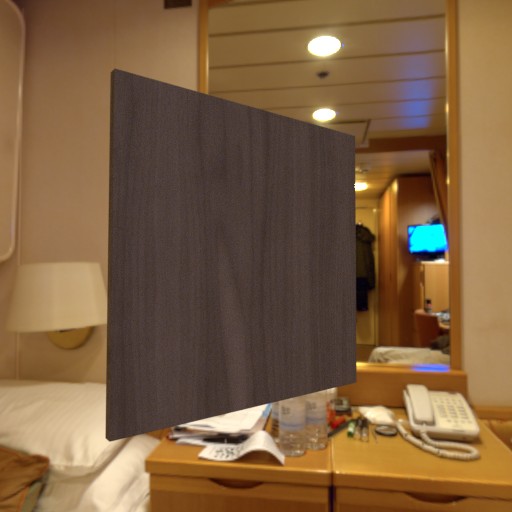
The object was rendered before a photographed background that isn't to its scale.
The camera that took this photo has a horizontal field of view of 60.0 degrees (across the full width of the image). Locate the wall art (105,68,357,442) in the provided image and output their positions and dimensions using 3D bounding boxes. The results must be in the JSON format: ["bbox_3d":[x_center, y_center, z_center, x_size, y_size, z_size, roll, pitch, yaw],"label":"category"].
[{"bbox_3d":[0.000,0.000,0.762,0.508,0.507,0.016,1,-2,-38],"label":"wall art"}]
